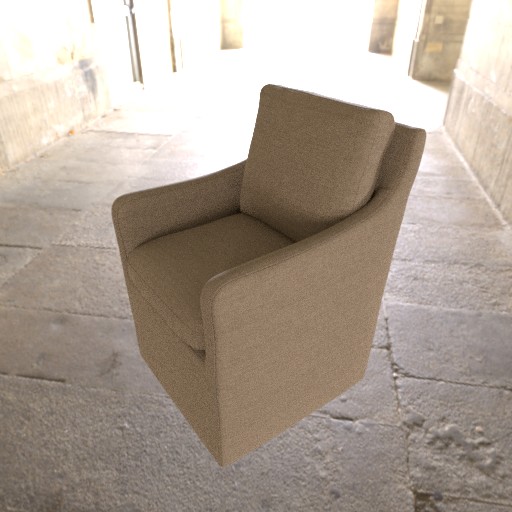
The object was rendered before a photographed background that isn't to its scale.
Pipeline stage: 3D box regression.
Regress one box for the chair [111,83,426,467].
[{"bbox_3d":[0.000,0.000,1.379,0.694,0.914,0.626,-21,37,-30],"label":"chair"}]
